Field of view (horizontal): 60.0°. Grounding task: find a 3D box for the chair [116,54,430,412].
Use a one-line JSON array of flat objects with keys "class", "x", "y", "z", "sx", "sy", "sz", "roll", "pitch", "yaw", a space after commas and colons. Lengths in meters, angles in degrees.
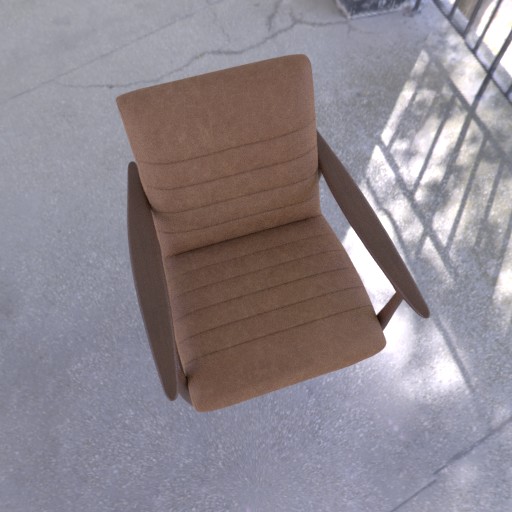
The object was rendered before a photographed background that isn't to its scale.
[{"class": "chair", "x": 0.000, "y": 0.000, "z": 1.419, "sx": 0.741, "sy": 0.832, "sz": 0.798, "roll": -16, "pitch": 63, "yaw": -8}]
